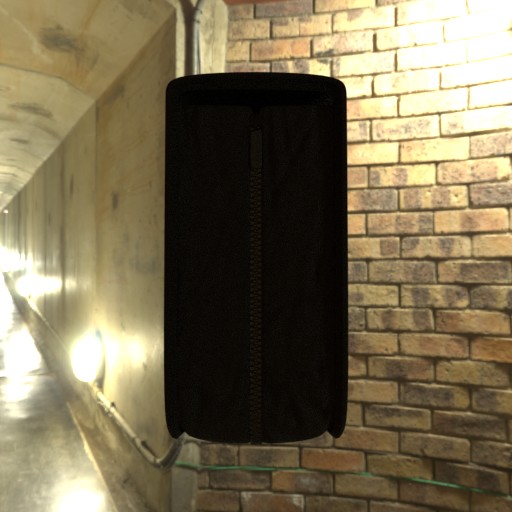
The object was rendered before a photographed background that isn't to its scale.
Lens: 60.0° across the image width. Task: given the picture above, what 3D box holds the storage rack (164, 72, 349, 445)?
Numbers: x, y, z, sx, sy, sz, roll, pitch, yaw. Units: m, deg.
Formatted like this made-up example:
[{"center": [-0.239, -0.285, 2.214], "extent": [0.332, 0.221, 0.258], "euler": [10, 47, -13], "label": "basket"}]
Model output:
[{"center": [0.000, 0.000, 0.540], "extent": [0.168, 0.387, 0.297], "euler": [0, -2, 0], "label": "storage rack"}]
